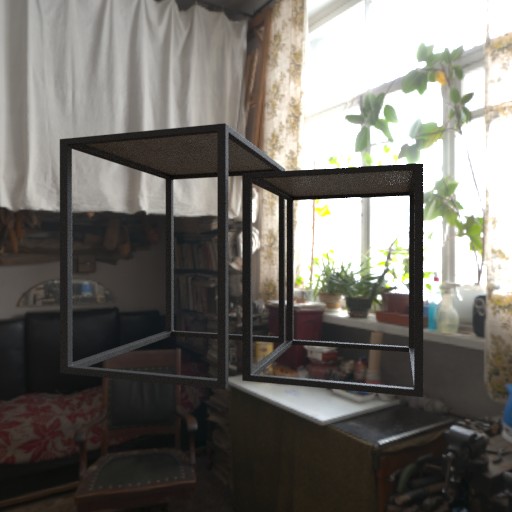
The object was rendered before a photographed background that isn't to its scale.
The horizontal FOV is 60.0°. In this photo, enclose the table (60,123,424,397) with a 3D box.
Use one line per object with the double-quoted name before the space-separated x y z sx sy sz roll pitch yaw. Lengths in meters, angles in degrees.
"table" 0.000 0.000 1.145 0.788 0.540 0.508 0 0 18
